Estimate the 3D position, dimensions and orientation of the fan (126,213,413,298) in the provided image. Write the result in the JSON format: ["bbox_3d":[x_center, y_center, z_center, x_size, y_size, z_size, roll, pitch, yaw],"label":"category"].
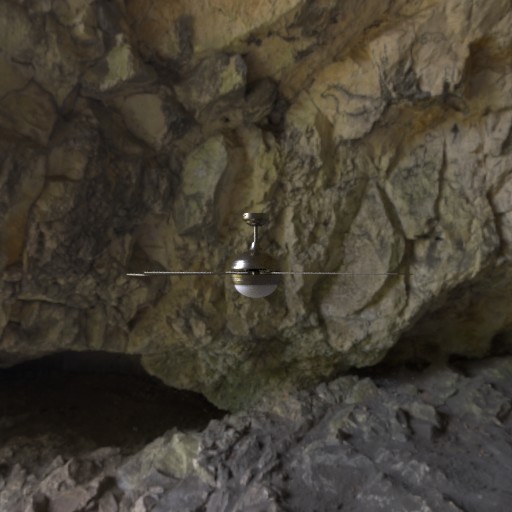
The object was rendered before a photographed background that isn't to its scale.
[{"bbox_3d":[0.000,0.000,2.026,1.321,0.381,1.321,1,-2,-35],"label":"fan"}]
